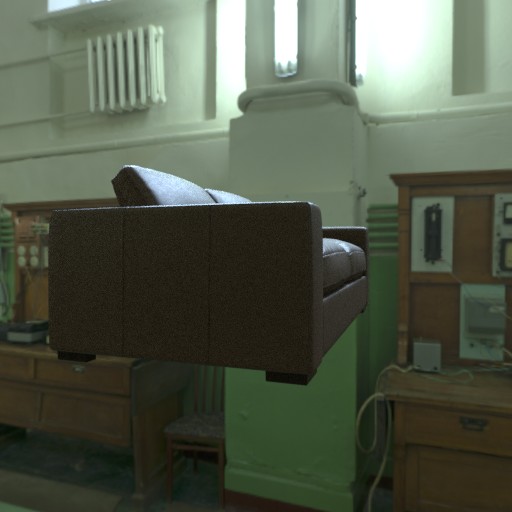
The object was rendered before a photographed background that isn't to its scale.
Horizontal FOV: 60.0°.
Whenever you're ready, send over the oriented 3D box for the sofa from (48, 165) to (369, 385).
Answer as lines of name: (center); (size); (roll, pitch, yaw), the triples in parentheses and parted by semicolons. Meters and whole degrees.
sofa: (0.000, 0.000, 2.436); (1.070, 0.800, 1.920); (0, 1, 19)
